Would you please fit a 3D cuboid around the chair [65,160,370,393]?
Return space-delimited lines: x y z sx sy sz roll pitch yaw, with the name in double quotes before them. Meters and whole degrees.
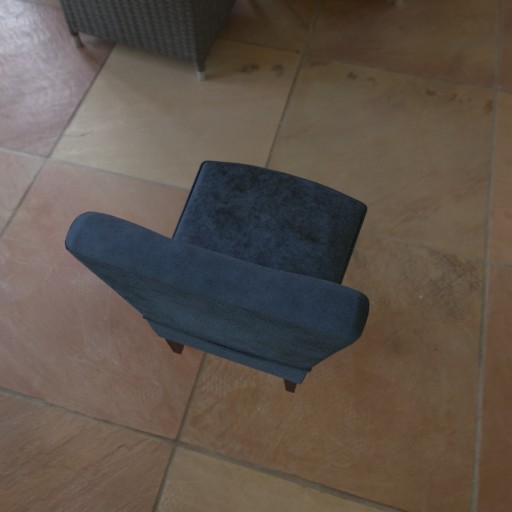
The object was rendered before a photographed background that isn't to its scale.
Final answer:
"chair" 0.000 0.000 1.175 0.521 0.806 0.551 17 65 8
